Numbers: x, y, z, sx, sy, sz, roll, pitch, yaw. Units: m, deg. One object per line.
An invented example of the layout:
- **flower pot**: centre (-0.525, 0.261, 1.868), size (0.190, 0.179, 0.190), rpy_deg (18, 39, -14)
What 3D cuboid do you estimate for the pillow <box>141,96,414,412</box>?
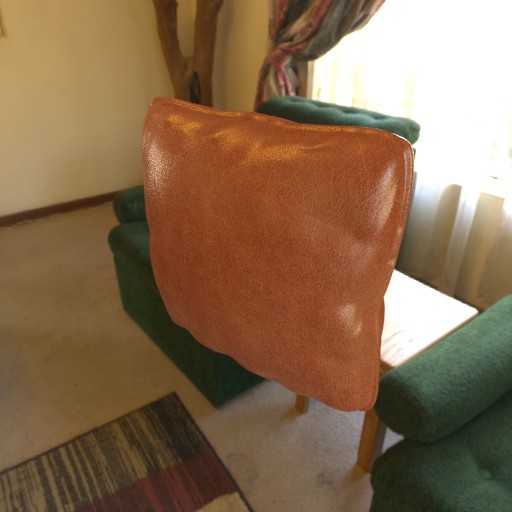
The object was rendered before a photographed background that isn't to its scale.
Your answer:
- **pillow**: centre (0.000, 0.000, 0.828), size (0.532, 0.523, 0.236), rpy_deg (20, 35, 32)
